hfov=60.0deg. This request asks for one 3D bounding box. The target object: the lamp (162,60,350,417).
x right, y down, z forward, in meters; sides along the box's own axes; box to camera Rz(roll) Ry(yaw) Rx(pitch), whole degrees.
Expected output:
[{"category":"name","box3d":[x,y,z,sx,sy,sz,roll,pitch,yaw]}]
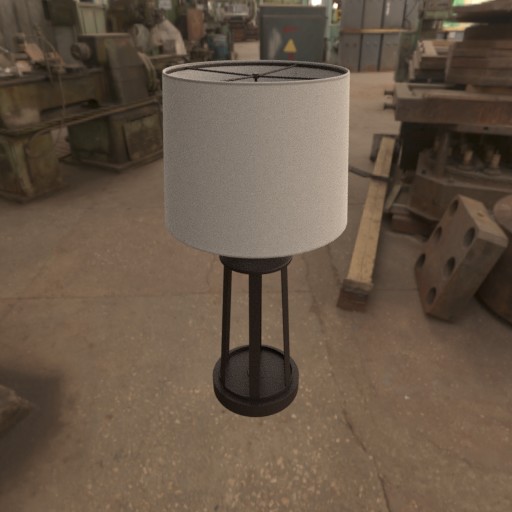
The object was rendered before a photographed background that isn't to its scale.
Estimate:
[{"category":"lamp","box3d":[0.000,0.000,0.652,0.251,0.509,0.251,0,29,0]}]
